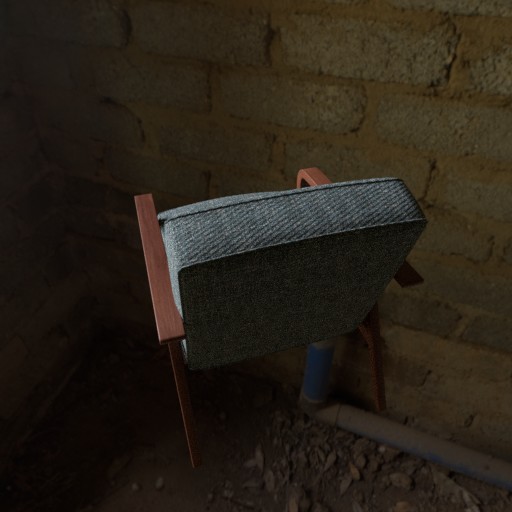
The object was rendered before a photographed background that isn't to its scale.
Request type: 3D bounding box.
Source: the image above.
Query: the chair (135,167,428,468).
[{"bbox_3d":[0.000,0.000,1.512,0.719,0.864,0.889,-11,42,-13],"label":"chair"}]
